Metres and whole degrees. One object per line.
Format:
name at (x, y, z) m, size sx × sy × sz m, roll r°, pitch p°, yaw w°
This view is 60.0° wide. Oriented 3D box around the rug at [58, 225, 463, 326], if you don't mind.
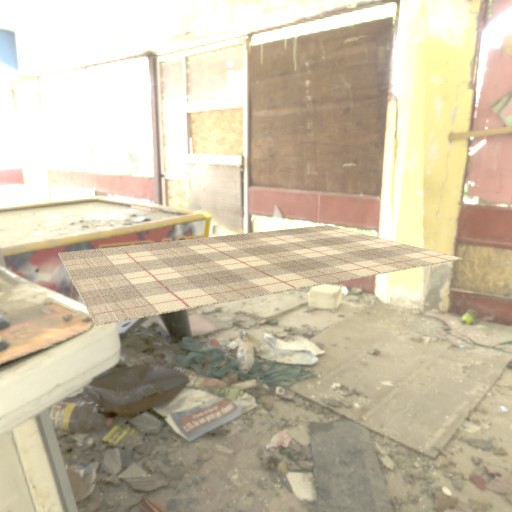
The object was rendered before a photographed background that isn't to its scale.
rug at (0.000, 0.000, 3.177) m, size 2.464 × 0.010 × 1.549 m, roll -8°, pitch 16°, yaw -28°
